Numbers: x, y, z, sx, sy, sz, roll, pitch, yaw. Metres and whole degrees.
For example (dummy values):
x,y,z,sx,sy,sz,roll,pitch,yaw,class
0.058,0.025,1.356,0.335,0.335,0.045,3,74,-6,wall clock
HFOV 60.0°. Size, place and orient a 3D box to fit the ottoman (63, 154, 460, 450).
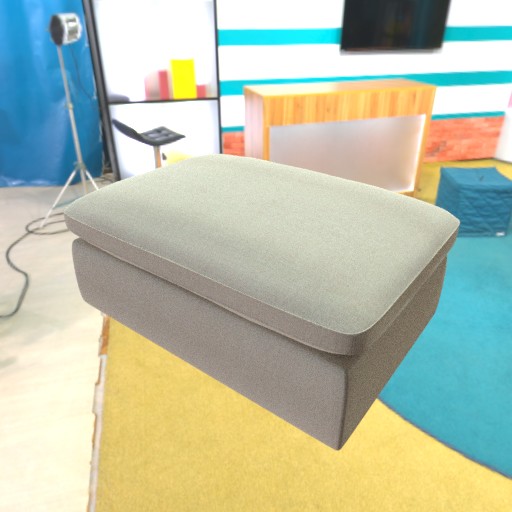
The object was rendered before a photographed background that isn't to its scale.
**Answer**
x,y,z,sx,sy,sz,roll,pitch,yaw,class
0.000,0.000,1.342,0.984,0.453,0.686,20,35,32,ottoman
